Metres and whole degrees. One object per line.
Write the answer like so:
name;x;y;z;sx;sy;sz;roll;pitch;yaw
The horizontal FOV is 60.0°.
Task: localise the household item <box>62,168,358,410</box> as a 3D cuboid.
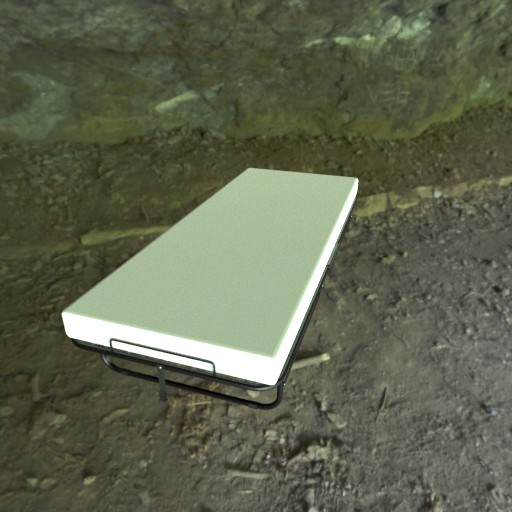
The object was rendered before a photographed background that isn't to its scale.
household item;0.000;0.000;2.220;0.787;0.356;1.905;9;28;17
